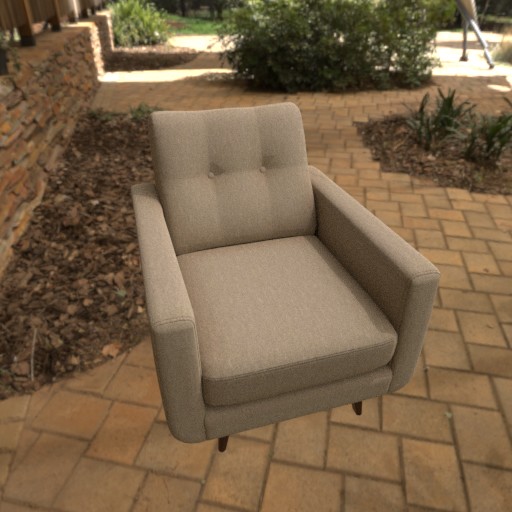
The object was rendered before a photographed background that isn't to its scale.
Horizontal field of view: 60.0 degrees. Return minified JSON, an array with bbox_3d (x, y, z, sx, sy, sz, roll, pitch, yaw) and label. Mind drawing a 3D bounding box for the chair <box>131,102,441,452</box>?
[{"bbox_3d":[0.000,0.000,1.772,0.897,0.965,1.128,-9,33,-14],"label":"chair"}]
